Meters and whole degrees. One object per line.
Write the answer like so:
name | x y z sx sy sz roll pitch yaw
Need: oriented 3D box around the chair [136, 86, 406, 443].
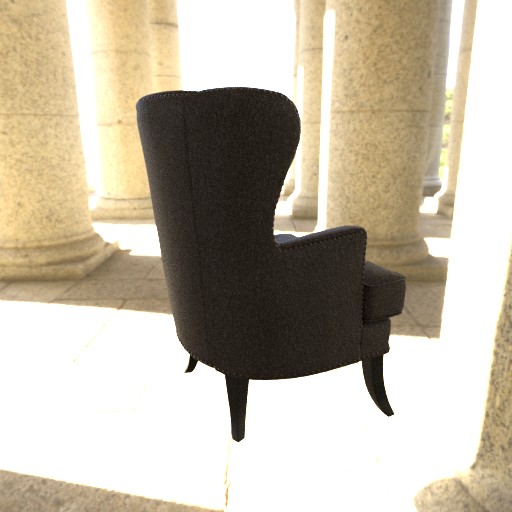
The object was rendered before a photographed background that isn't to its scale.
chair | 0.000 0.000 1.577 0.758 1.060 0.759 -8 17 -27
